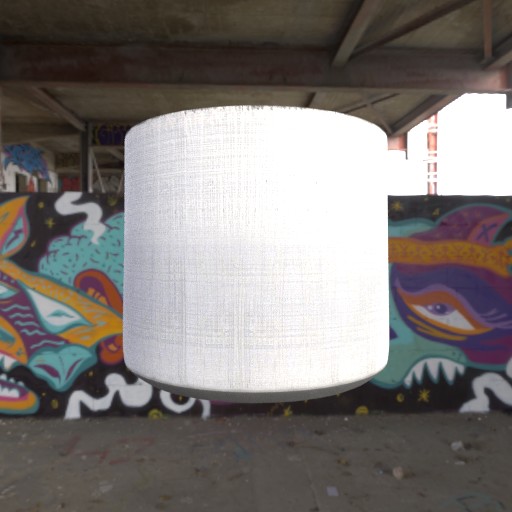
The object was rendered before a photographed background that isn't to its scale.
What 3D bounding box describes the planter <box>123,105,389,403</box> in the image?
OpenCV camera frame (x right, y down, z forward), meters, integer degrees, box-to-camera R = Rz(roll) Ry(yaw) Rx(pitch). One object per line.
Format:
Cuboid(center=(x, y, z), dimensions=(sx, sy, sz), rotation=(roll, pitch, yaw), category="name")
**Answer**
Cuboid(center=(0.000, 0.000, 0.440), dimensions=(0.254, 0.221, 0.254), rotation=(0, 1, 0), category="planter")
